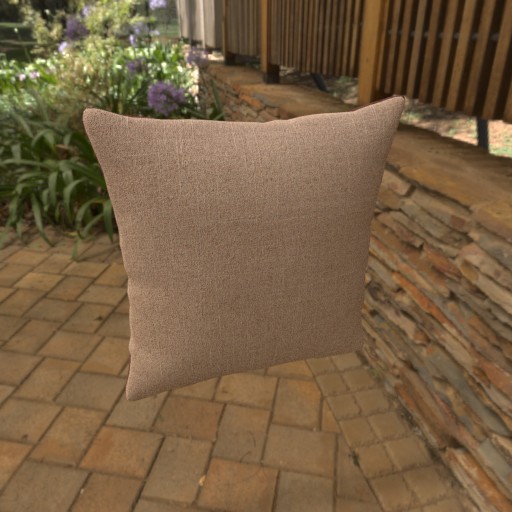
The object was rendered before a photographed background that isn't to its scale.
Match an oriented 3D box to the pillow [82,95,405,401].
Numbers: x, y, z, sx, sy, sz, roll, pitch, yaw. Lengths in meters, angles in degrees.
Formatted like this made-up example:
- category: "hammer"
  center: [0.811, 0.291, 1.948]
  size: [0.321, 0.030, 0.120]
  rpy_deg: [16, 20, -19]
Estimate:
- category: "pillow"
  center: [0.000, 0.000, 0.669]
  size: [0.437, 0.448, 0.147]
  rpy_deg: [-9, 28, -17]
